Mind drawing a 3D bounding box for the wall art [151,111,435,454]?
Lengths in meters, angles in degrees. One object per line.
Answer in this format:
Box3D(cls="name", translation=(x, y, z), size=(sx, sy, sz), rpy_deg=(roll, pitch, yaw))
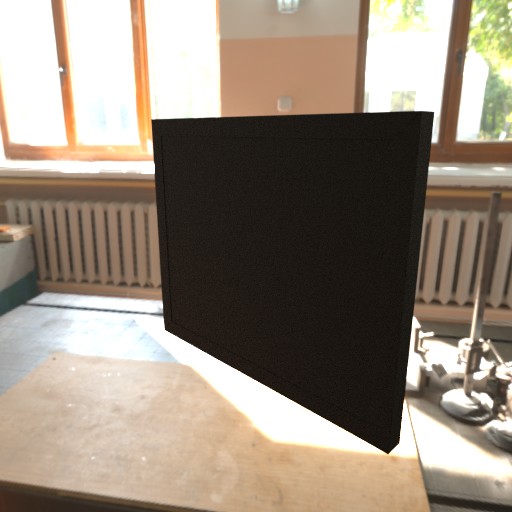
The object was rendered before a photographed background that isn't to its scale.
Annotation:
Box3D(cls="wall art", translation=(0.000, 0.000, 0.547), size=(0.024, 0.329, 0.404), rpy_deg=(-15, 22, -42))
